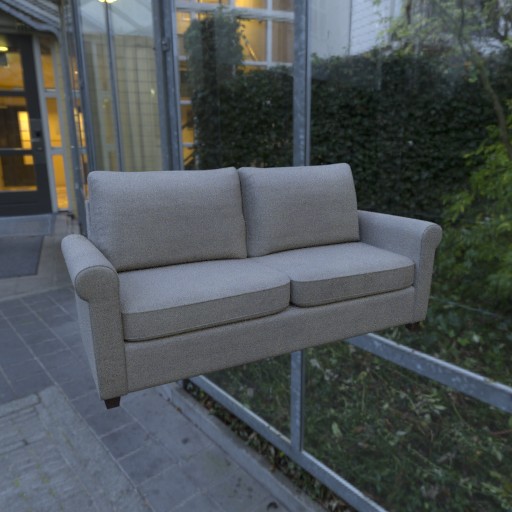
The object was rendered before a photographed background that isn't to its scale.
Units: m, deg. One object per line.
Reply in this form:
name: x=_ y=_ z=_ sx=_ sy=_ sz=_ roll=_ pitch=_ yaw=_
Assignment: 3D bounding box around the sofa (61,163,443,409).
sofa: x=0.000 y=0.000 z=2.449 sx=1.935 sy=0.942 sz=0.842 roll=-8 pitch=17 yaw=-26
